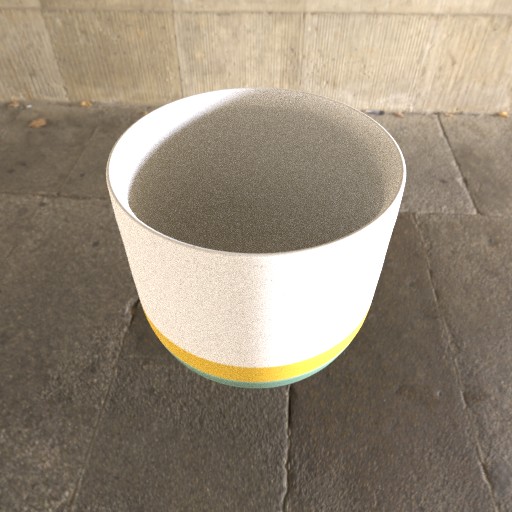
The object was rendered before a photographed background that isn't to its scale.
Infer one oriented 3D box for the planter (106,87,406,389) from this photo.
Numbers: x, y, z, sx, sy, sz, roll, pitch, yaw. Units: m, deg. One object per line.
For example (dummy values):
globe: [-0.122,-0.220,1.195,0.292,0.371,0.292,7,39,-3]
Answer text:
planter: [0.000,0.000,0.499,0.268,0.270,0.268,0,46,0]
